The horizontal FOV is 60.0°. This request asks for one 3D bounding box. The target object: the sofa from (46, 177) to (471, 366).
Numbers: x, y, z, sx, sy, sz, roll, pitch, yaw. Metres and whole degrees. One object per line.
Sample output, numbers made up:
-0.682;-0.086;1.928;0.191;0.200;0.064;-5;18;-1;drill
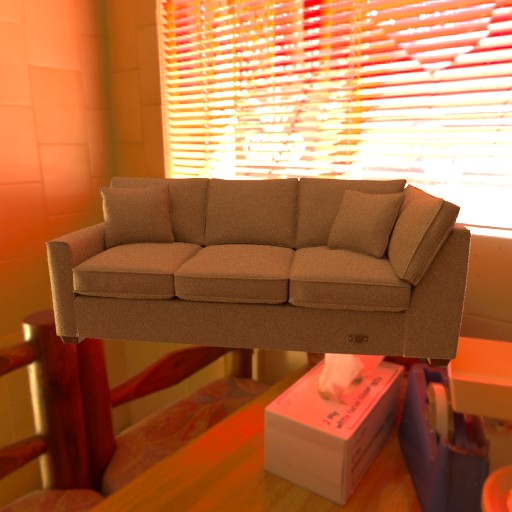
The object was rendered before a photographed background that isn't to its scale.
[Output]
0.000;0.000;2.867;2.317;0.962;1.061;2;14;8;sofa
